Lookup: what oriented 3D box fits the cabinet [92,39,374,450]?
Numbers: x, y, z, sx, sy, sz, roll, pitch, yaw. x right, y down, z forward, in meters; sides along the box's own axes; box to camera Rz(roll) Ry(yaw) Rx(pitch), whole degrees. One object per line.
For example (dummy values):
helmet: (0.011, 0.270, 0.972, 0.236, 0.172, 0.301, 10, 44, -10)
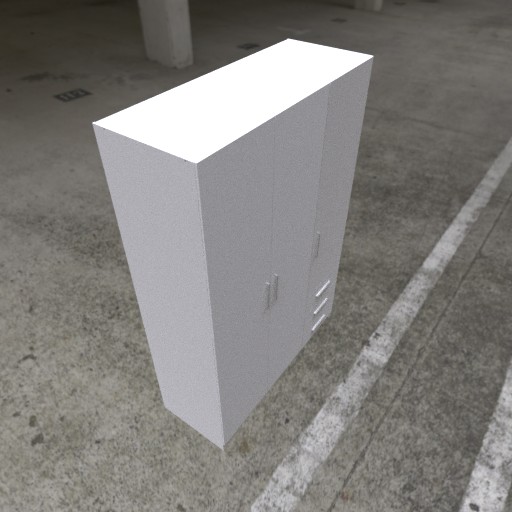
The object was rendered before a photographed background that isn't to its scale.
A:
cabinet: (0.000, 0.000, 2.491, 0.510, 1.910, 1.290, 25, 47, 26)
